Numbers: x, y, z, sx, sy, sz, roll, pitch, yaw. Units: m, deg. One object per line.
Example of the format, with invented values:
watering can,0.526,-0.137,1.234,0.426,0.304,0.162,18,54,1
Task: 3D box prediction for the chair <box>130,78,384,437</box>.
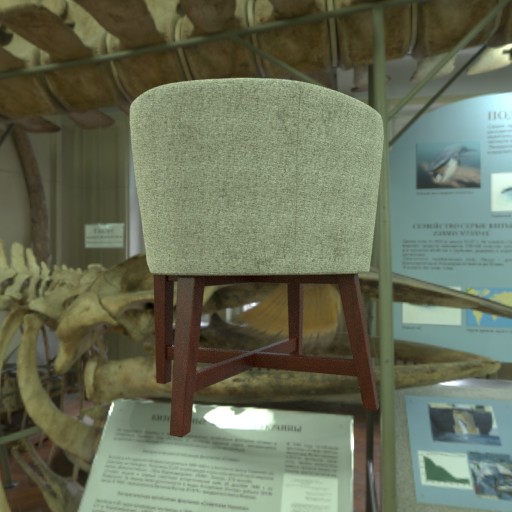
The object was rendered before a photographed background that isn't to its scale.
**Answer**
chair,0.000,0.000,1.303,0.728,0.827,0.575,0,-1,-20
